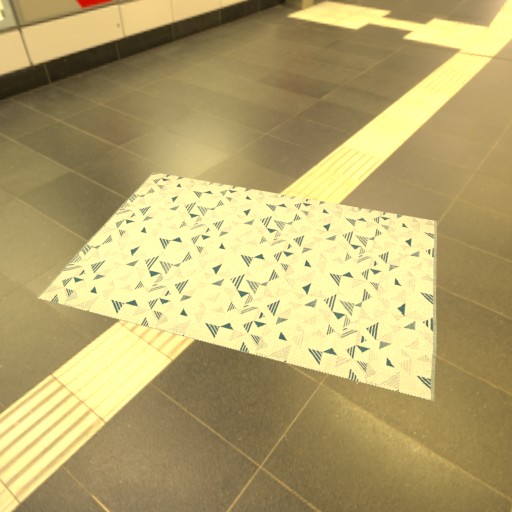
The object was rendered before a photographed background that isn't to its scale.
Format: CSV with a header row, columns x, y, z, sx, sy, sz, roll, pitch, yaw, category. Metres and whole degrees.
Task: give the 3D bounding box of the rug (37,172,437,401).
x,y,z,sx,sy,sz,roll,pitch,yaw,category
0.000,0.000,2.349,1.835,0.003,1.206,12,43,13,rug
